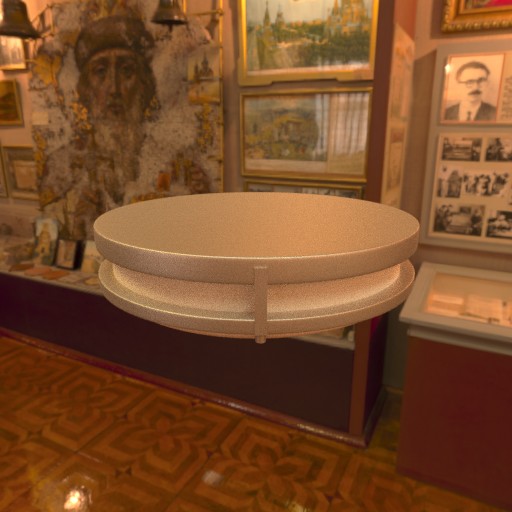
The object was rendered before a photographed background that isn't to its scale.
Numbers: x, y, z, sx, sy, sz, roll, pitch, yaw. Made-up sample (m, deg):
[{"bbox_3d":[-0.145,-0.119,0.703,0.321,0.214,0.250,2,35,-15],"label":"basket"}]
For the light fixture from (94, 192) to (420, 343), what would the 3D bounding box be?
[{"bbox_3d":[0.000,0.000,0.524,0.356,0.102,0.356,0,16,0],"label":"light fixture"}]
